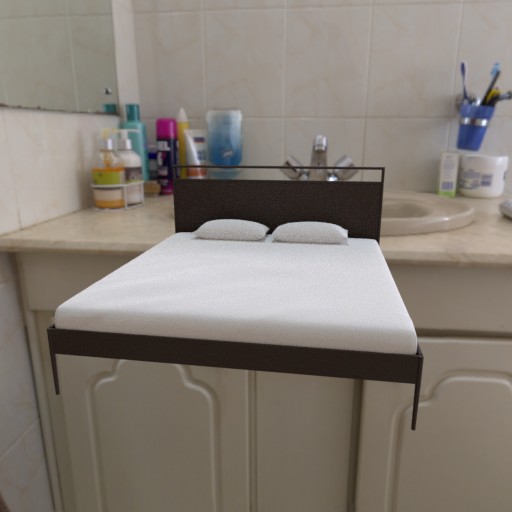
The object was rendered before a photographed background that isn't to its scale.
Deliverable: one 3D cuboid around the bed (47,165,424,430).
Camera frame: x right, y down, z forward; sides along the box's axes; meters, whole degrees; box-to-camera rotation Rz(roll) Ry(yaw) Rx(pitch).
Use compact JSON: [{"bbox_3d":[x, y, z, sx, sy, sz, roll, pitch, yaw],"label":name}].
[{"bbox_3d":[0.000,0.000,3.264,1.993,1.173,2.151,2,15,9],"label":"bed"}]
